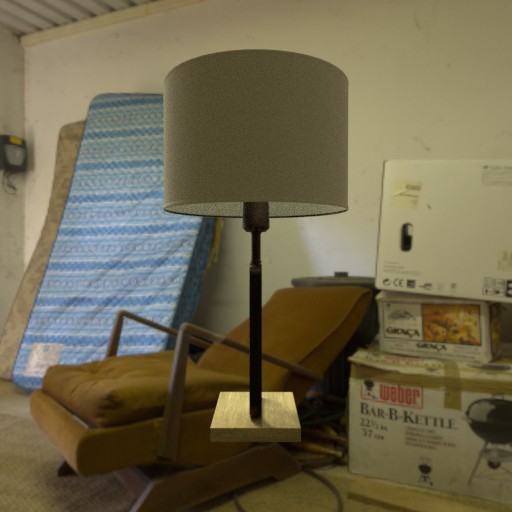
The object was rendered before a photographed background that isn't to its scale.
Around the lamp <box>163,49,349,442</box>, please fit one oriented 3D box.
[{"bbox_3d":[0.000,0.000,0.683,0.279,0.508,0.279,0,1,1],"label":"lamp"}]
